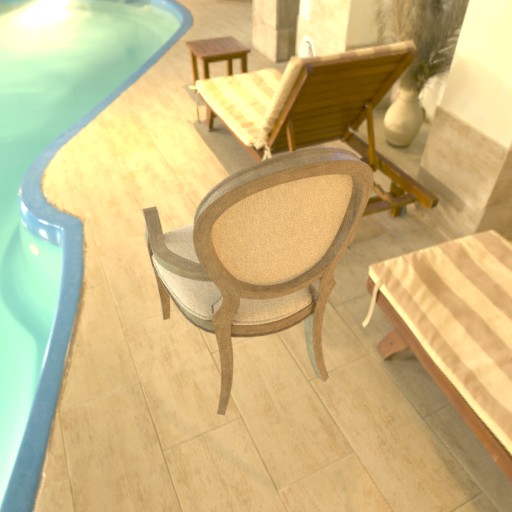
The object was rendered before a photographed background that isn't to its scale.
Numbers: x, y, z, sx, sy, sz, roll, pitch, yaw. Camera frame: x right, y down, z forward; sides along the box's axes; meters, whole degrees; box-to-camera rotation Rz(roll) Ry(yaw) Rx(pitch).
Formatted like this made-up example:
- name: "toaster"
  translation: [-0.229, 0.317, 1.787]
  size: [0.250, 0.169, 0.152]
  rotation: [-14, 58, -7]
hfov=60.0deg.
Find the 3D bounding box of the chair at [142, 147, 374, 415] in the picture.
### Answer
- name: "chair"
  translation: [0.000, 0.000, 1.372]
  size: [0.611, 0.991, 0.602]
  rotation: [-13, 43, -15]
